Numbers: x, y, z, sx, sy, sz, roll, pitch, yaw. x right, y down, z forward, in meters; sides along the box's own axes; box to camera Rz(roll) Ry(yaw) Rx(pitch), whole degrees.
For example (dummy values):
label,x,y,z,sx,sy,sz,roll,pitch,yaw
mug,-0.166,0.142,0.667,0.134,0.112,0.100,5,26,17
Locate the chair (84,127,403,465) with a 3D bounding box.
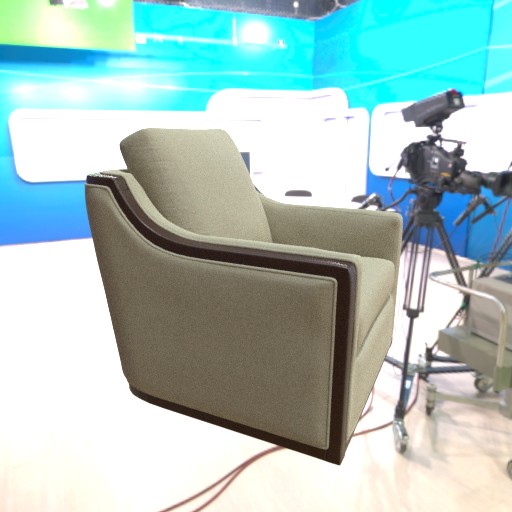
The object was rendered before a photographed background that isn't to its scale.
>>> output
label,x,y,z,sx,sy,sz,roll,pitch,yaw
chair,0.000,0.000,1.673,0.950,0.930,0.870,7,17,25
